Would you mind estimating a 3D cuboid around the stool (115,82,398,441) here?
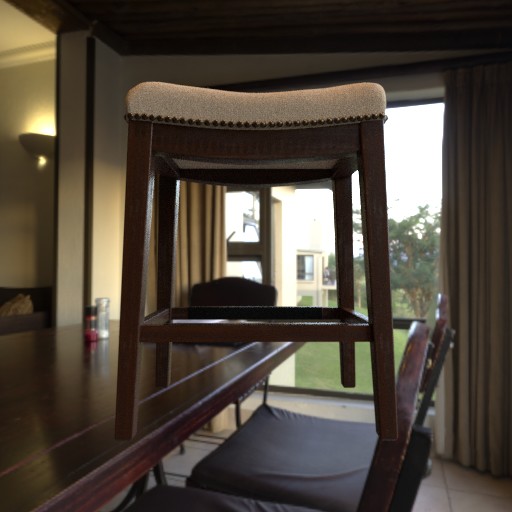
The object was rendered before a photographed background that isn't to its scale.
[{"bbox_3d":[0.000,0.000,0.979,0.509,0.669,0.363,0,-1,0],"label":"stool"}]
